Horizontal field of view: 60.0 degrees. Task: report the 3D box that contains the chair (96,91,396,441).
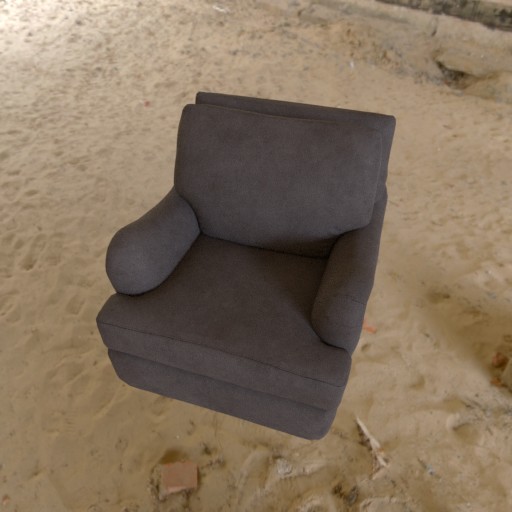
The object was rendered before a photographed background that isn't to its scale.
[{"bbox_3d":[0.000,0.000,1.834,0.955,0.997,1.070,12,43,13],"label":"chair"}]
